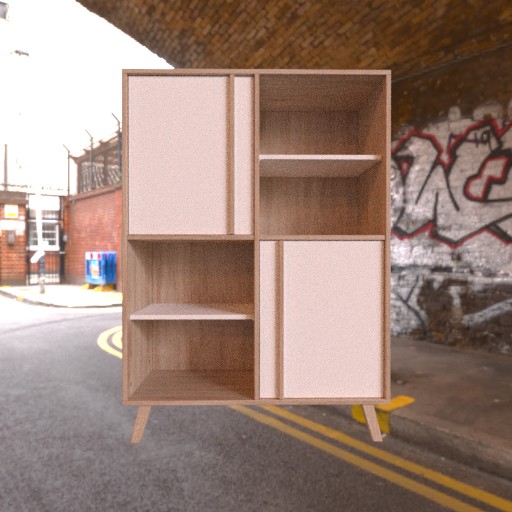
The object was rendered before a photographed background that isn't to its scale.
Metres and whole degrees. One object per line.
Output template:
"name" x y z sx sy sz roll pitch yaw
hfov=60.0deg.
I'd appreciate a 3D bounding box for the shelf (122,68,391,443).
"shelf" 0.000 0.000 1.871 1.000 1.390 0.450 0 0 -1
